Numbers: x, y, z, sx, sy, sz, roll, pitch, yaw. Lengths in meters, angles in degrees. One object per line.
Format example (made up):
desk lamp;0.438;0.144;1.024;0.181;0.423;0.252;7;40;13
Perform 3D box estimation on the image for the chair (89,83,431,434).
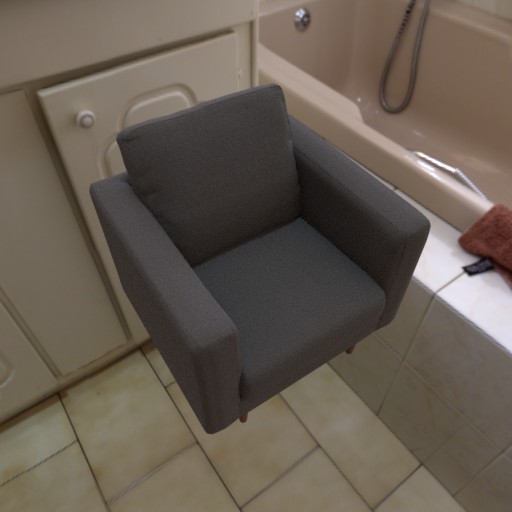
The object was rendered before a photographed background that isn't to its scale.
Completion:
chair;0.000;0.000;1.594;0.854;0.927;0.800;-26;52;-22
